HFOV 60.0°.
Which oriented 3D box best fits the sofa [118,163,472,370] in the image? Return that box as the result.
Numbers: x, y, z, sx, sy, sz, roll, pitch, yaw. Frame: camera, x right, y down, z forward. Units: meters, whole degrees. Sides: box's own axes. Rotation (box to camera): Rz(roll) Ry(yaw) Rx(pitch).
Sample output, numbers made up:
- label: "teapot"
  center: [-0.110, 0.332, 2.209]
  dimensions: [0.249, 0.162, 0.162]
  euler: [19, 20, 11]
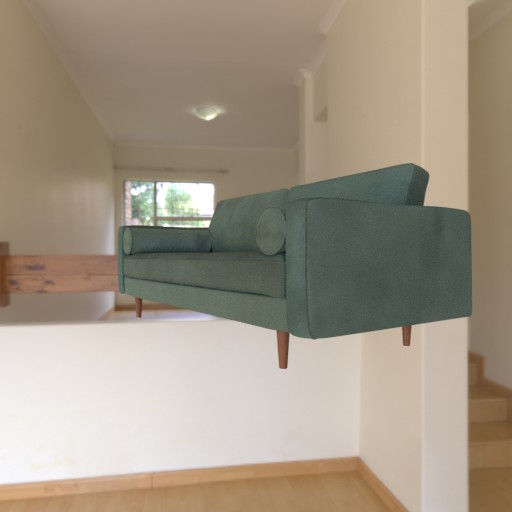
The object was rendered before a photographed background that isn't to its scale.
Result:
- label: "sofa"
  center: [0.000, 0.000, 2.338]
  dimensions: [0.916, 0.772, 1.880]
  euler: [0, 0, -34]
